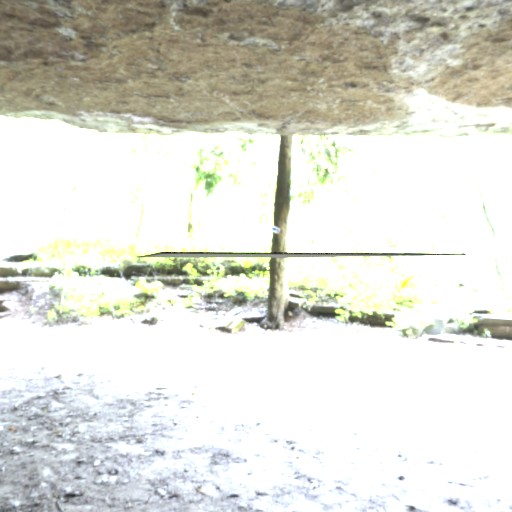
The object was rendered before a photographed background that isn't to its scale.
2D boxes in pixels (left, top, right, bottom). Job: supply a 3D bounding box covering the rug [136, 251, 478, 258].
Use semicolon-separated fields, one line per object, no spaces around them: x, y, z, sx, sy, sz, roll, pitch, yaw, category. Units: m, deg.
0.000;0.000;3.099;1.544;0.010;2.435;0;-1;-17;rug
